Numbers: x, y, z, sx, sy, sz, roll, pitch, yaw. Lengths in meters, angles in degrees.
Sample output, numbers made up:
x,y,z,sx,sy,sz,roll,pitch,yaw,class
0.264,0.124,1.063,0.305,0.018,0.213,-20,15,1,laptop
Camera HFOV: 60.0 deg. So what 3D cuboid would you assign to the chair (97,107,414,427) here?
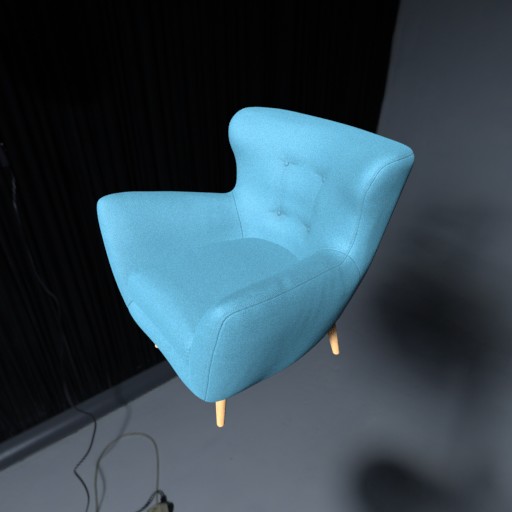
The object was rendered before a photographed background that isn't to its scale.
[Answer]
x,y,z,sx,sy,sz,roll,pitch,yaw,class
0.000,0.000,1.651,0.889,0.889,0.890,-21,37,-31,chair
